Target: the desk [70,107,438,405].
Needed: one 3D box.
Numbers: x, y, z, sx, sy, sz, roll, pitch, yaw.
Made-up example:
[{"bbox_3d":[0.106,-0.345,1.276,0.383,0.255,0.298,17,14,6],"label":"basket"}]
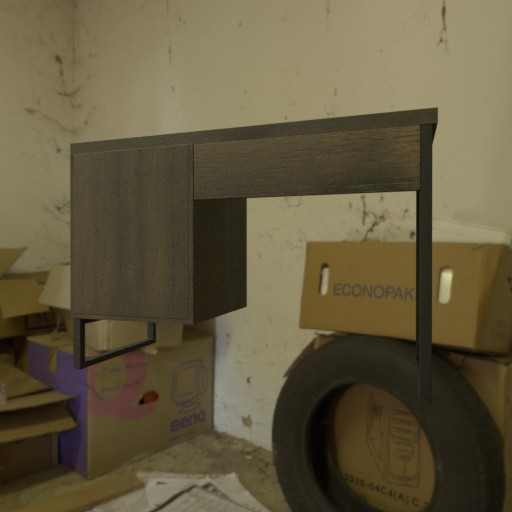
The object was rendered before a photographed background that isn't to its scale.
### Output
[{"bbox_3d":[0.000,0.000,1.535,1.134,0.752,0.511,0,0,19],"label":"desk"}]
